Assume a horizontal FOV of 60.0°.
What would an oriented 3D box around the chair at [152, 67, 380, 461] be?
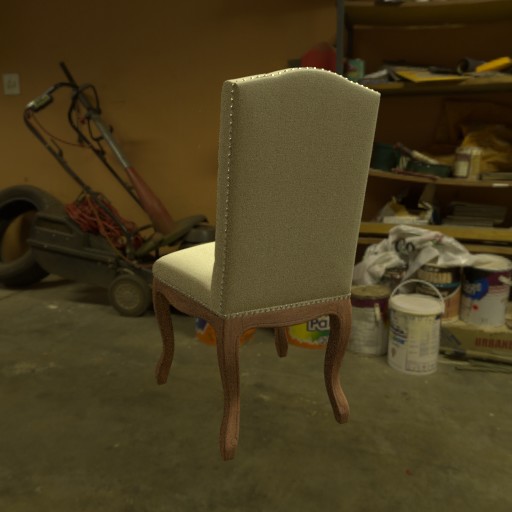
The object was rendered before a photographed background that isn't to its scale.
[{"bbox_3d":[0.000,0.000,1.590,0.623,1.165,0.715,-6,14,-25],"label":"chair"}]
